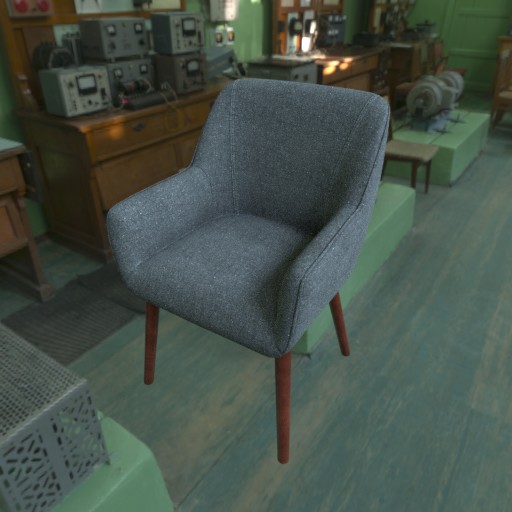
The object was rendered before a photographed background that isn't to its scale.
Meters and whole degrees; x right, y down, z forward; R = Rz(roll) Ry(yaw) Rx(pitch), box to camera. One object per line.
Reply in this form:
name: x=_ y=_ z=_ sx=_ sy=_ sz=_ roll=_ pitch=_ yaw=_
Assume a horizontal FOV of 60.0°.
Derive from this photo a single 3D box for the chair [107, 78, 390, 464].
chair: x=0.000 y=0.000 z=1.182 sx=0.543 sy=0.803 sz=0.519 roll=19 pitch=36 yaw=28
